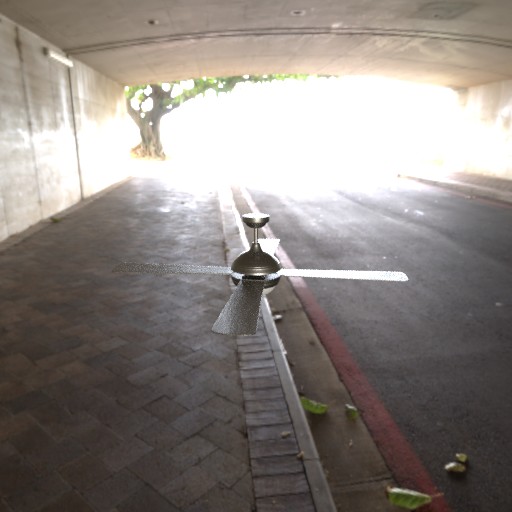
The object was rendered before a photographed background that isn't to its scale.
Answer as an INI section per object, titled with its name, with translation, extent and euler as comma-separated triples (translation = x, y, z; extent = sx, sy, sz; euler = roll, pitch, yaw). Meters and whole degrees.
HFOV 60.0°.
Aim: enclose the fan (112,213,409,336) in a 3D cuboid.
[fan]
translation = 0.000, 0.000, 2.070
extent = 1.321, 0.381, 1.321
euler = 8, 17, 26
